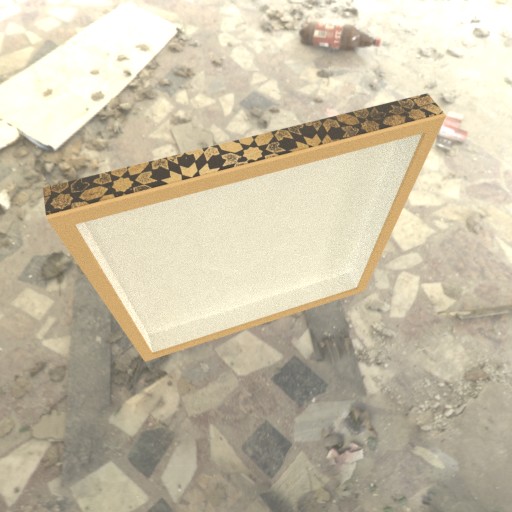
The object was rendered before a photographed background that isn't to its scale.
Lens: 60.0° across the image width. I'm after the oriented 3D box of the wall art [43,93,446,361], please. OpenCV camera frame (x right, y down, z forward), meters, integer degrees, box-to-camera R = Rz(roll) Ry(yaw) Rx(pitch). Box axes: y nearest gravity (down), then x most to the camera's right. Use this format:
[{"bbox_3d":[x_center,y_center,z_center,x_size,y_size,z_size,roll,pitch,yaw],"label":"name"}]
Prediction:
[{"bbox_3d":[0.000,0.000,0.608,0.405,0.405,0.038,-16,60,-10],"label":"wall art"}]
